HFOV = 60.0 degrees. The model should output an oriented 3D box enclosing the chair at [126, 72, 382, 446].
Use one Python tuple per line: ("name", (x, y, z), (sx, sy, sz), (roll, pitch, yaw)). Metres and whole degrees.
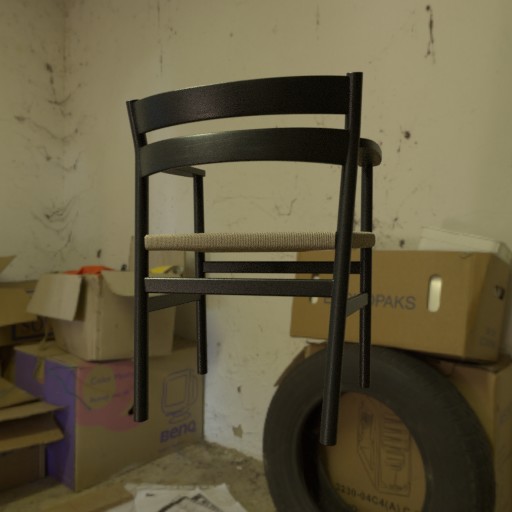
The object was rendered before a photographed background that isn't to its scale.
("chair", (0.000, 0.000, 1.160), (0.630, 0.775, 0.508), (0, -1, 18))
